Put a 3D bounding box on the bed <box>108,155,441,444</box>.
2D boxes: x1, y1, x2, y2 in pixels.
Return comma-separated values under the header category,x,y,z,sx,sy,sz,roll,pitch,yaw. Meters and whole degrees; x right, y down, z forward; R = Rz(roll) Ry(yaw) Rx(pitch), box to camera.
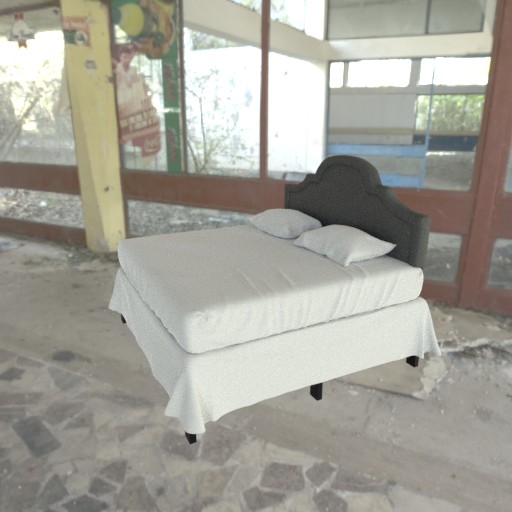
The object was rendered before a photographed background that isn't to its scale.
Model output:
category,x,y,z,sx,sy,sz,roll,pitch,yaw
bed,0.000,0.000,3.814,2.222,1.631,2.303,-9,19,-27
